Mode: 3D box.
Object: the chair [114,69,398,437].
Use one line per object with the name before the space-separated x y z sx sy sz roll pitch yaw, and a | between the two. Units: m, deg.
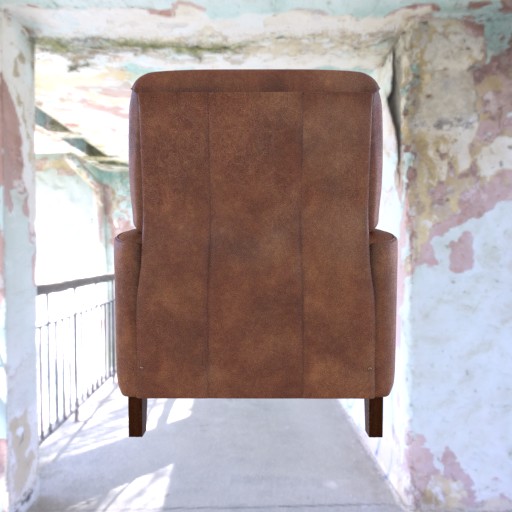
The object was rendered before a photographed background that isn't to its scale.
chair | 0.000 0.000 1.605 0.843 1.043 0.836 0 1 0
